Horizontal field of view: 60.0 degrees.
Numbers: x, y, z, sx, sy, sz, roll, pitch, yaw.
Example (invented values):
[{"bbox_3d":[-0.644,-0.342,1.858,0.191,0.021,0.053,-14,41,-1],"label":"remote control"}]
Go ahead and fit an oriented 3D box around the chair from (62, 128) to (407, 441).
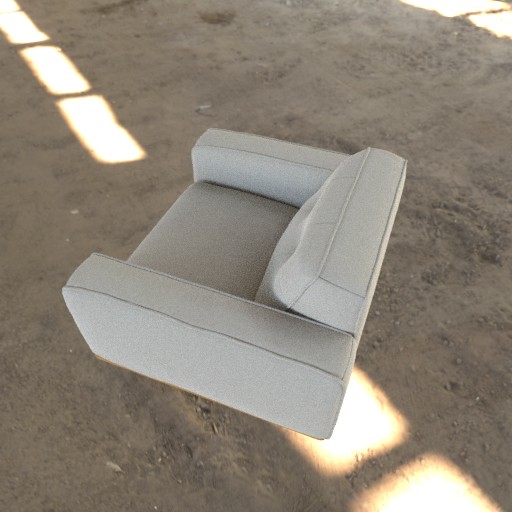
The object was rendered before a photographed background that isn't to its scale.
[{"bbox_3d":[0.000,0.000,1.770,0.953,0.779,1.115,16,48,15],"label":"chair"}]
